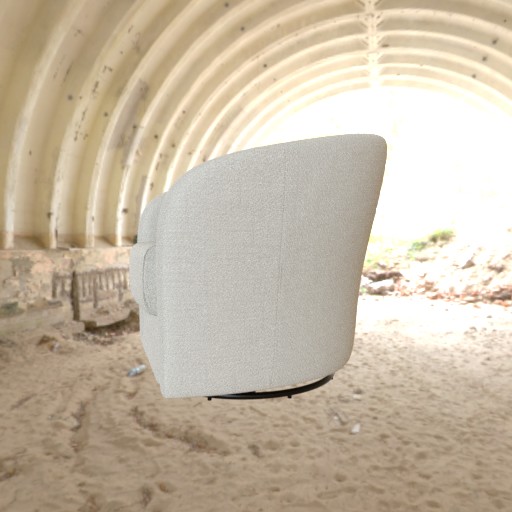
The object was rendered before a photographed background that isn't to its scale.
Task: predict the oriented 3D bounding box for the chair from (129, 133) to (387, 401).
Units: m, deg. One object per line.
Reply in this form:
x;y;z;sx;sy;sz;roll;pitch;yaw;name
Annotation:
0.000;0.000;1.489;0.815;0.771;0.791;-1;2;-19;chair
